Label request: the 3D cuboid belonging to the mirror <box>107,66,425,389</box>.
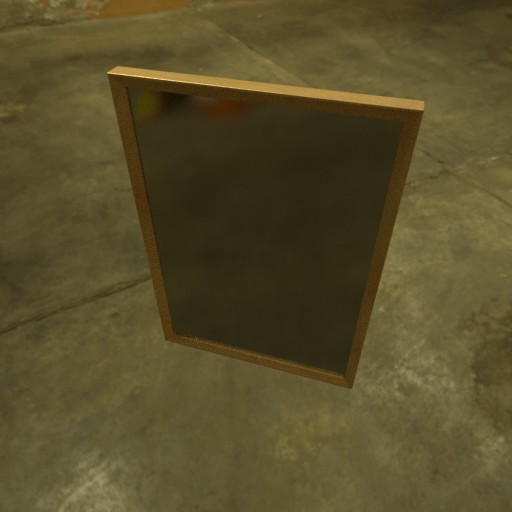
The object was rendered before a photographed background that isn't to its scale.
[{"bbox_3d":[0.000,0.000,0.927,0.507,0.710,0.039,12,43,13],"label":"mirror"}]
